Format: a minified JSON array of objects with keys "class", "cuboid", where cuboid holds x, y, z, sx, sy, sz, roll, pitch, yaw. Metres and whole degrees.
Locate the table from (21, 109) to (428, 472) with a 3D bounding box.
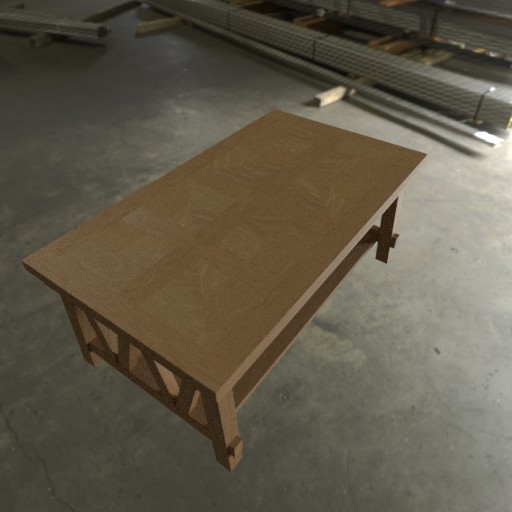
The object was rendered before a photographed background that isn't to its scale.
[{"class":"table","cuboid":[0.000,0.000,1.643,0.711,0.507,1.270,26,48,26]}]
